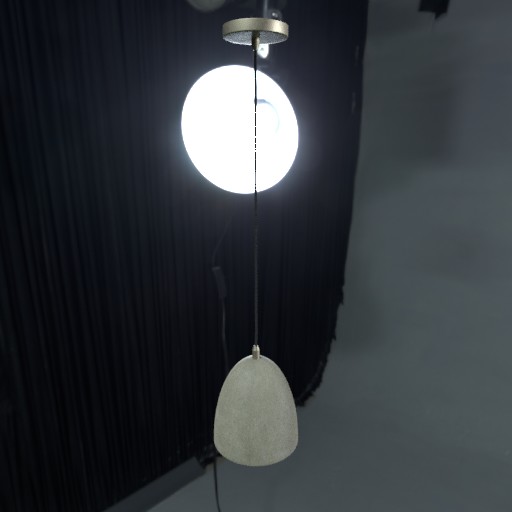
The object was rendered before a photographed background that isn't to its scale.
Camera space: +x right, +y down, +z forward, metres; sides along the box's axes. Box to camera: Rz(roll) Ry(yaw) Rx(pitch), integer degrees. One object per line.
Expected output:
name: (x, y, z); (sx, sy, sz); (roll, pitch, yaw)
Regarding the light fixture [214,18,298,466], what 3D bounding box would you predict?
light fixture: (0.000, 0.000, 0.806); (0.170, 0.759, 0.170); (13, 20, 42)
